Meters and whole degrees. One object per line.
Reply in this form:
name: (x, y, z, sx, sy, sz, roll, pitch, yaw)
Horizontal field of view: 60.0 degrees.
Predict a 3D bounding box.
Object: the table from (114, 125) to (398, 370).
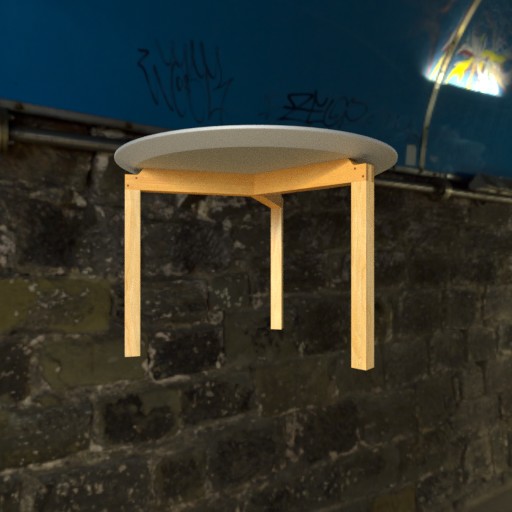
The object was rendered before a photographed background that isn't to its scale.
table: (0.000, 0.000, 0.985, 0.600, 0.405, 0.600, 0, 0, 0)
